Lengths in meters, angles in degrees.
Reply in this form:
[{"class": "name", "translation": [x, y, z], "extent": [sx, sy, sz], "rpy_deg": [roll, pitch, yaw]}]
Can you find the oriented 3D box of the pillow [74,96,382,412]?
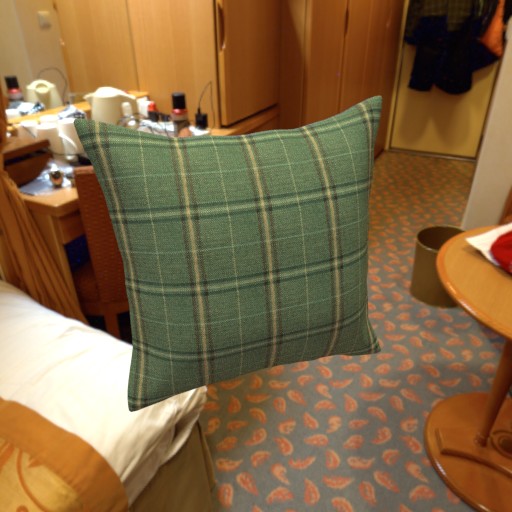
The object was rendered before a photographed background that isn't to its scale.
[{"class": "pillow", "translation": [0.000, 0.000, 0.687], "extent": [0.453, 0.430, 0.200], "rpy_deg": [-10, 32, -16]}]
